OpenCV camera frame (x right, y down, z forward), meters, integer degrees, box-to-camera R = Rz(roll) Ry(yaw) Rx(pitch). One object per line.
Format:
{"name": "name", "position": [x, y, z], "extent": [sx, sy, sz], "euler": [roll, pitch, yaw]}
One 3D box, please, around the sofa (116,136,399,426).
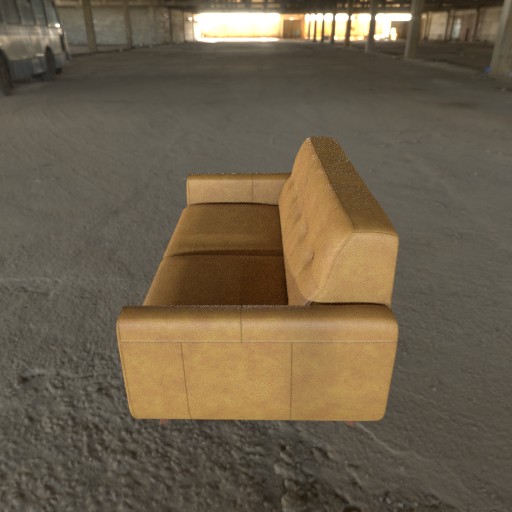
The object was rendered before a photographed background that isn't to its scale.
{"name": "sofa", "position": [0.000, 0.000, 2.226], "extent": [0.952, 0.925, 1.651], "euler": [0, 27, 1]}
